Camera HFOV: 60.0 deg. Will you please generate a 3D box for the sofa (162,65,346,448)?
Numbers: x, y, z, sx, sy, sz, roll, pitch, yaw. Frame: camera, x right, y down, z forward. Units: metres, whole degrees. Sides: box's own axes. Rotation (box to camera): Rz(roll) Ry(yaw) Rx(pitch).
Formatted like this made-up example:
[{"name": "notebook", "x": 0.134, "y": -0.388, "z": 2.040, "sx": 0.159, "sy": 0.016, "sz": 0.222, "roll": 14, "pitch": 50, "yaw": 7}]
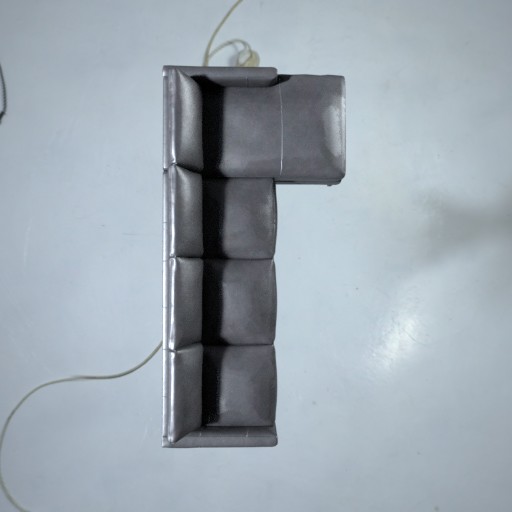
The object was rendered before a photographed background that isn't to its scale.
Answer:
[{"name": "sofa", "x": 0.000, "y": 0.000, "z": 3.661, "sx": 1.471, "sy": 0.859, "sz": 2.993, "roll": 0, "pitch": 89, "yaw": -1}]
